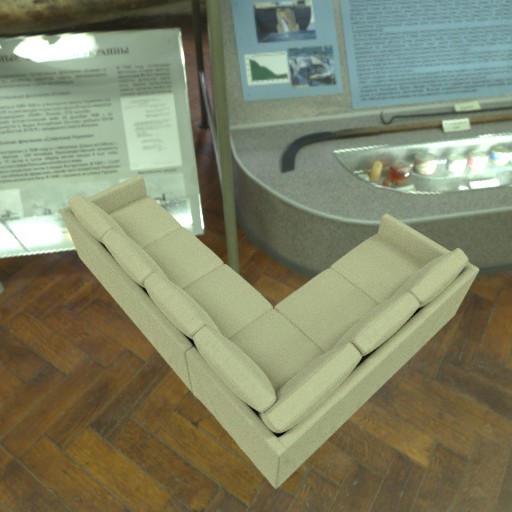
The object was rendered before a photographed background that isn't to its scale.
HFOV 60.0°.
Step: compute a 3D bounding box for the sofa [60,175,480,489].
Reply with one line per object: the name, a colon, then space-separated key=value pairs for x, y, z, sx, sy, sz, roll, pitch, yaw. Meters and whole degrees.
sofa: x=0.000 y=0.000 z=4.312 sx=2.432 sy=0.871 sz=3.182 roll=-32 pitch=54 yaw=-27
